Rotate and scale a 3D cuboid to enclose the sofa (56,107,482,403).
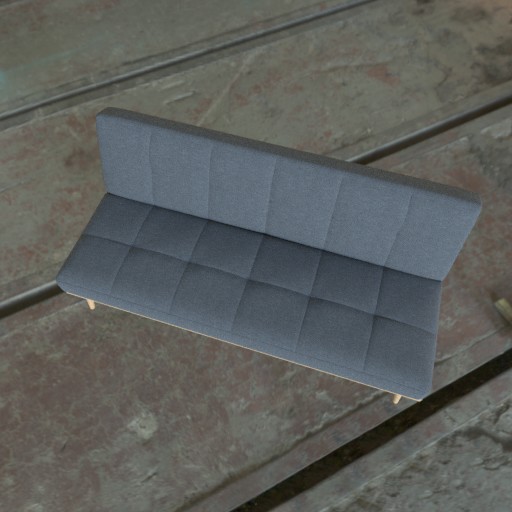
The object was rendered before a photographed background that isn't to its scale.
[{"bbox_3d":[0.000,0.000,2.154,1.820,0.770,0.820,15,62,8],"label":"sofa"}]
